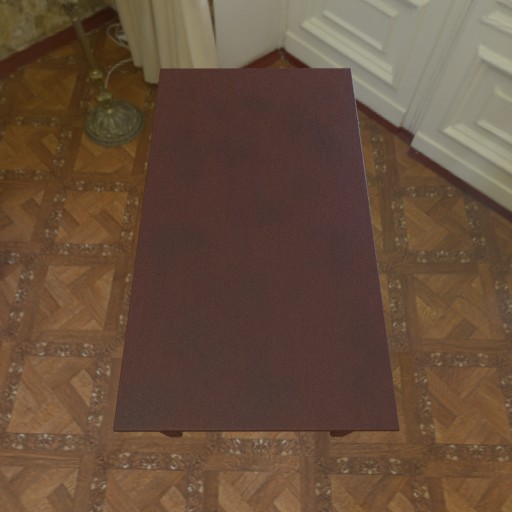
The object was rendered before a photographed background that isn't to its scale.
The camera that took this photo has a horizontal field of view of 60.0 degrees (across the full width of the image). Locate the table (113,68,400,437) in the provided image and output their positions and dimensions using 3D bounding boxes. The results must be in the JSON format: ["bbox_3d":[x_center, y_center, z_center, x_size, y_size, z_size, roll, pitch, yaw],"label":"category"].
[{"bbox_3d":[0.000,0.000,1.230,0.533,0.456,0.943,0,64,0],"label":"table"}]
